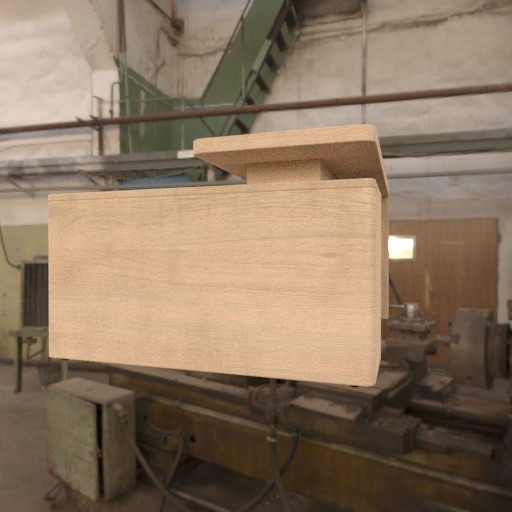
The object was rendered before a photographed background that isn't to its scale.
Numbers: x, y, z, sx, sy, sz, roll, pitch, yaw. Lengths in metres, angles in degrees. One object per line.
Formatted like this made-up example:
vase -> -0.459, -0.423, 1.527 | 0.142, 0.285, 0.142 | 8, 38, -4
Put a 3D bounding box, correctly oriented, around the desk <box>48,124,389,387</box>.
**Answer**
desk -> 0.000, 0.000, 2.110 | 1.175, 0.770, 1.400 | 0, 0, 18
